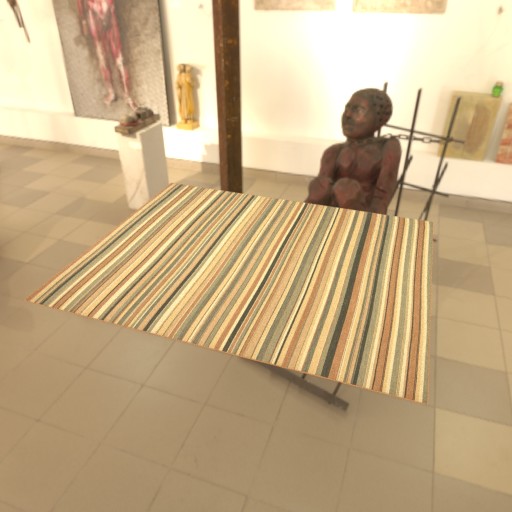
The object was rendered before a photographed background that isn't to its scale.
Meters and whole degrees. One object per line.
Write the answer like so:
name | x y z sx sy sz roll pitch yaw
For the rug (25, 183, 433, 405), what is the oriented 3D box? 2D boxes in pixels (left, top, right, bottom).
rug | 0.000 0.000 4.046 3.045 0.011 2.436 11 34 16
